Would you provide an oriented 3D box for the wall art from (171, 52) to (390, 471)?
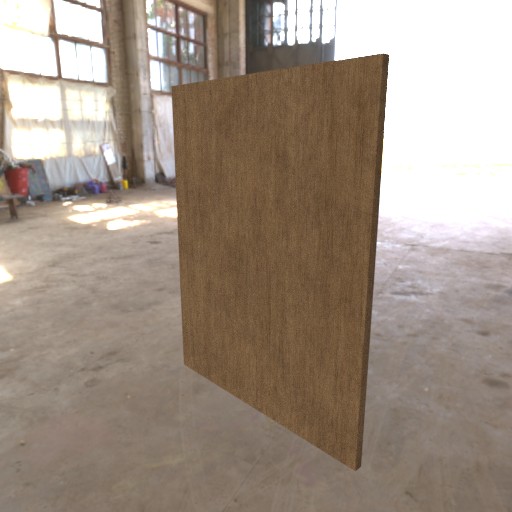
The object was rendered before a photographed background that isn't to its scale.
[{"bbox_3d":[0.000,0.000,0.894,0.018,0.686,0.534,-13,20,-42],"label":"wall art"}]
